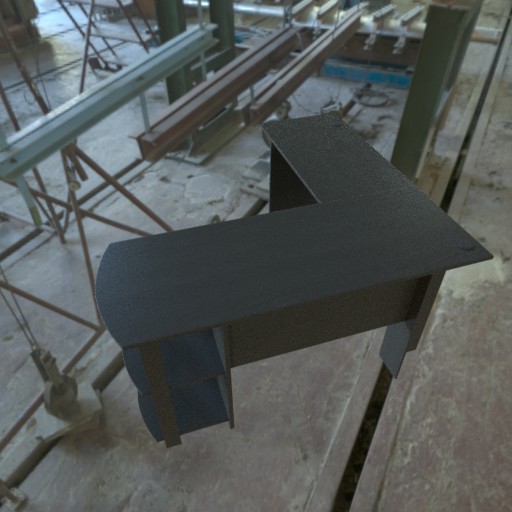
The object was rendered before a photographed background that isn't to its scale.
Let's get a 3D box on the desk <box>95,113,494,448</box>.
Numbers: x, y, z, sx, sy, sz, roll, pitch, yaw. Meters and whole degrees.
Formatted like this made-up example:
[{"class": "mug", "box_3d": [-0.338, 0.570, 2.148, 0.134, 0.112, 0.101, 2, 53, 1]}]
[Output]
[{"class": "desk", "box_3d": [0.000, 0.000, 2.121, 1.361, 0.716, 1.303, -12, 42, -13]}]
